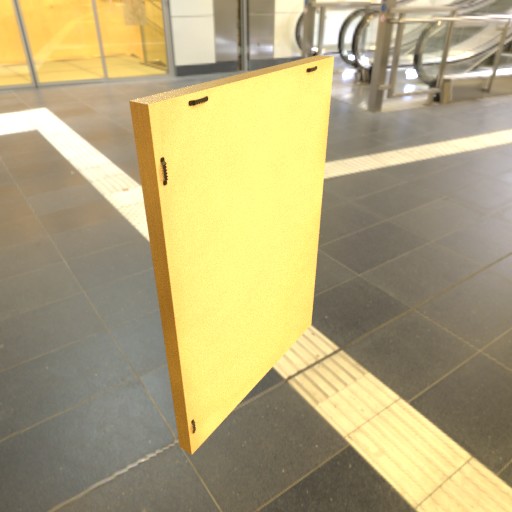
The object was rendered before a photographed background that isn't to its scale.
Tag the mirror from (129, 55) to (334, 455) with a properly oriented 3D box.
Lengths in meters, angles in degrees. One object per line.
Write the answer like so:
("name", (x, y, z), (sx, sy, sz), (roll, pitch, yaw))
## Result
("mirror", (0.000, 0.000, 0.921), (0.040, 0.710, 0.507), (21, 37, 29))
